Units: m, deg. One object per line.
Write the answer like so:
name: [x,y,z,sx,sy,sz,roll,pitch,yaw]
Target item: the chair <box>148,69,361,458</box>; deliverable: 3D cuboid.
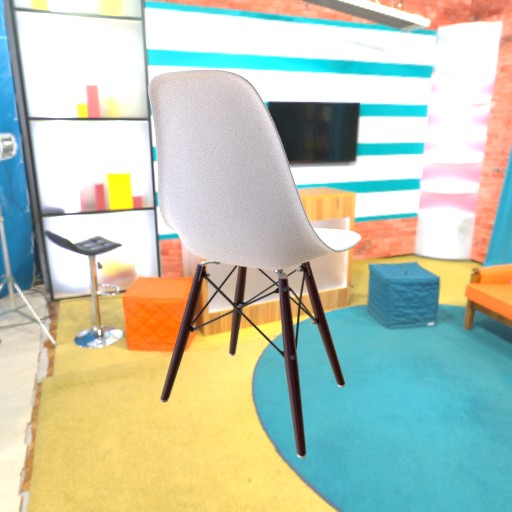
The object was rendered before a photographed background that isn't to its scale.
chair: [0.000,0.000,1.132,0.470,0.826,0.533,9,18,28]
